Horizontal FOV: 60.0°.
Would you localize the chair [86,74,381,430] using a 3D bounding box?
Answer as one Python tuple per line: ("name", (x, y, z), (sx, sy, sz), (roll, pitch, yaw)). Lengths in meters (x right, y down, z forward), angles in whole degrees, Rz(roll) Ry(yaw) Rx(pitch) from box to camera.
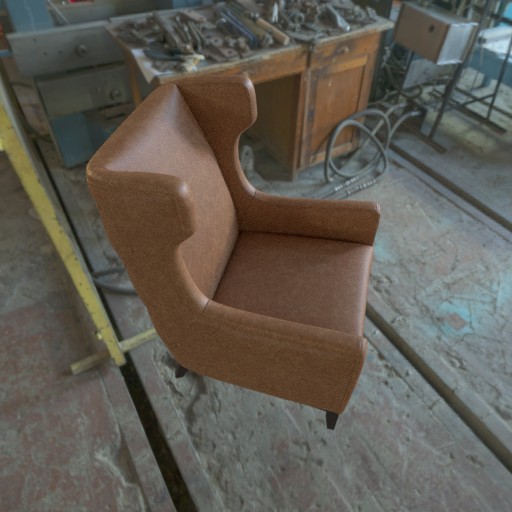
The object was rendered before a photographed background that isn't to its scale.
("chair", (0.000, 0.000, 1.681), (0.899, 1.079, 0.766), (11, 47, 10))
